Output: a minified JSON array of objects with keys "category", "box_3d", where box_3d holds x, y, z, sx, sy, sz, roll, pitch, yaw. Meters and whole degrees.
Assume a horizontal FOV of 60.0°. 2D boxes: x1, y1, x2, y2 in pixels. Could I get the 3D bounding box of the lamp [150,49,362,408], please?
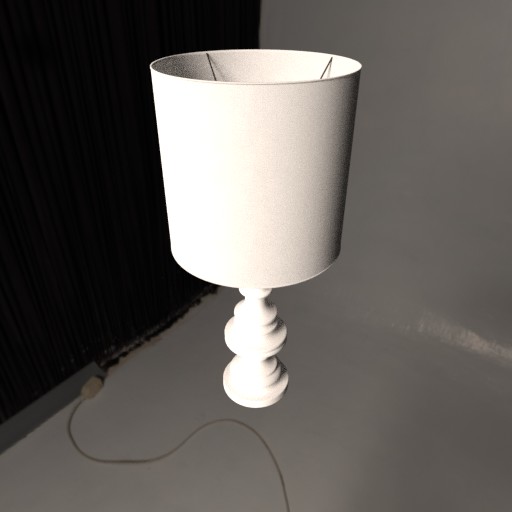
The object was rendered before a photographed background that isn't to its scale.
[{"category":"lamp","box_3d":[0.000,0.000,0.564,0.208,0.455,0.208,21,37,30]}]
